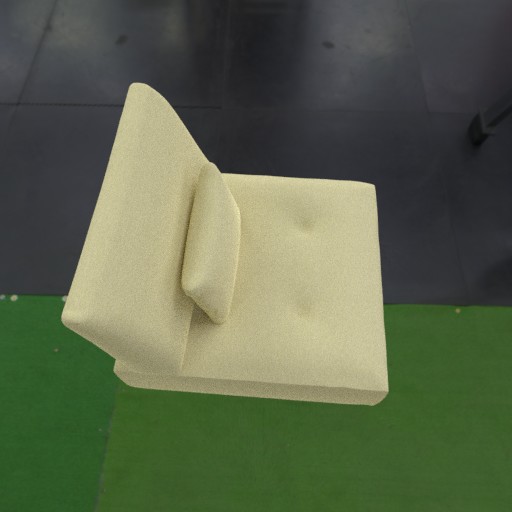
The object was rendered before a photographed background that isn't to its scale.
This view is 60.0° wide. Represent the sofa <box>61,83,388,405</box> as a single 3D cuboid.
[{"bbox_3d":[0.000,0.000,1.685,1.000,0.820,0.930,4,62,2],"label":"sofa"}]
